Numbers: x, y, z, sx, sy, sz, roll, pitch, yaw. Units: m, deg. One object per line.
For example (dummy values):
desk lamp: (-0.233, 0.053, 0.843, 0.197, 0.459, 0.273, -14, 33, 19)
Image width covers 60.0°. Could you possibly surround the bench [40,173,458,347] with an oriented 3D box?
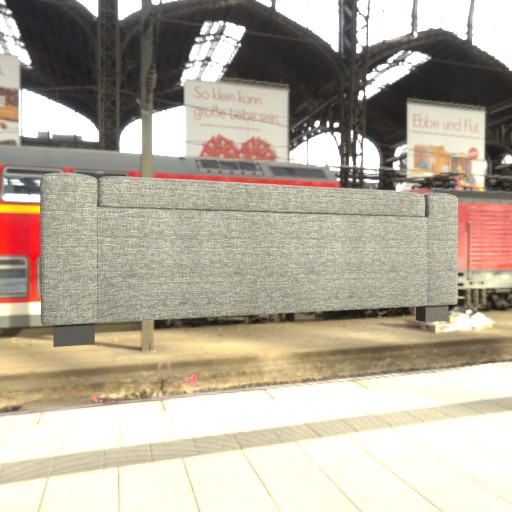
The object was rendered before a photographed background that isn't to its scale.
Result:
bench: (0.000, 0.000, 1.530, 1.296, 0.445, 0.508, 0, 1, -20)
